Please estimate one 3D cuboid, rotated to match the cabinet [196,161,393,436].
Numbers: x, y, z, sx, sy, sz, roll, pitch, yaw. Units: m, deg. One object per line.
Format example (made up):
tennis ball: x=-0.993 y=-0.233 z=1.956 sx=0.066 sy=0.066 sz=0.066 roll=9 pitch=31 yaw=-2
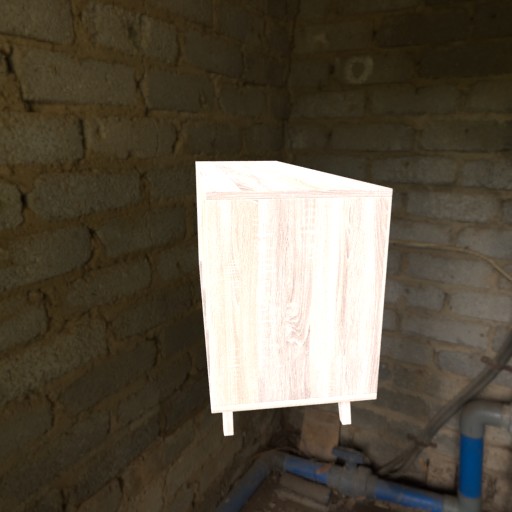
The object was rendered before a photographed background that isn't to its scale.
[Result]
cabinet: x=0.000 y=0.000 z=2.040 sx=0.500 sy=0.780 sz=1.650 roll=-2 pitch=15 yaw=-8
